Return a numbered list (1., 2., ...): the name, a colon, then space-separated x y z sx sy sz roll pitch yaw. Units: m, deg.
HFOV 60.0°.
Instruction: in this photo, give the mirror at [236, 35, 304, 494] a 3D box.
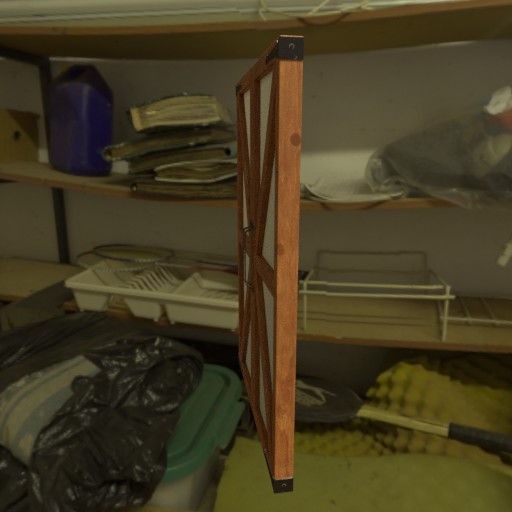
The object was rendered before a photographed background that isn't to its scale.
1. mirror: 0.000 0.000 0.956 0.053 0.761 0.517 -2 14 -9
